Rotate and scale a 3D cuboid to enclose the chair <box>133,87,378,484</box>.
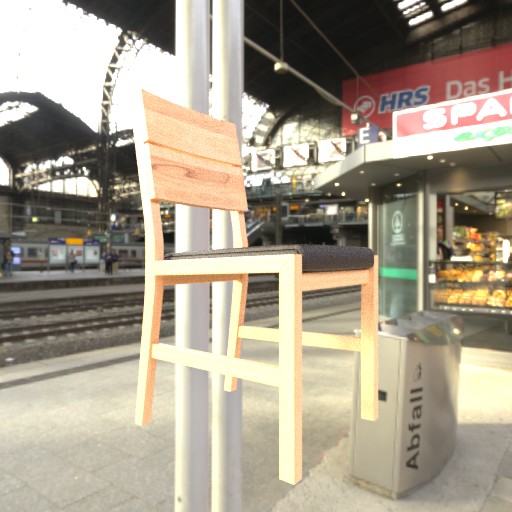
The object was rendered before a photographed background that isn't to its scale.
[{"bbox_3d":[0.000,0.000,1.269,0.560,0.950,0.475,0,0,36],"label":"chair"}]
